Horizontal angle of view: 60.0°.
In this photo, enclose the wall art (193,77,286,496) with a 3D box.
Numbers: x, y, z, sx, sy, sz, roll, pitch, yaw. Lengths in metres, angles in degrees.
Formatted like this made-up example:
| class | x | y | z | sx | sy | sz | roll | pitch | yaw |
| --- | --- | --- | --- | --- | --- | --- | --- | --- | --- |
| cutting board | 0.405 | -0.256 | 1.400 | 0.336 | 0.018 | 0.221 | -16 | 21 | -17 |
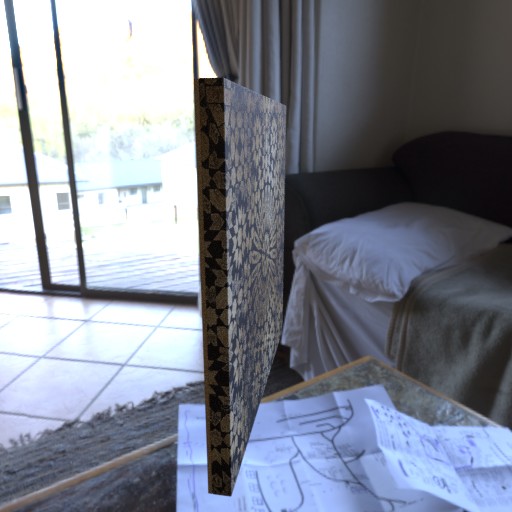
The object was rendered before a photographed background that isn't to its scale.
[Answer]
| class | x | y | z | sx | sy | sz | roll | pitch | yaw |
| --- | --- | --- | --- | --- | --- | --- | --- | --- | --- |
| wall art | 0.000 | 0.000 | 0.901 | 0.038 | 0.612 | 0.612 | 3 | 16 | 10 |
